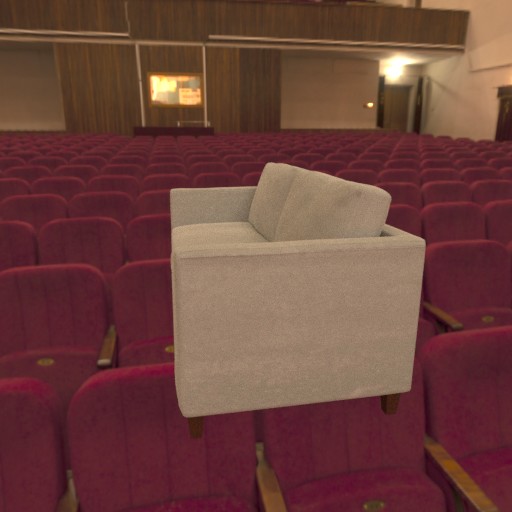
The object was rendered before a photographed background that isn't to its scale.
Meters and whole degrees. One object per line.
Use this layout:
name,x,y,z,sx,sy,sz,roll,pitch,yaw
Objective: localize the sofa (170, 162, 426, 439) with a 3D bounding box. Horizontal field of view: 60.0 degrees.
sofa,0.000,0.000,2.486,0.950,0.963,1.884,-3,15,-11
